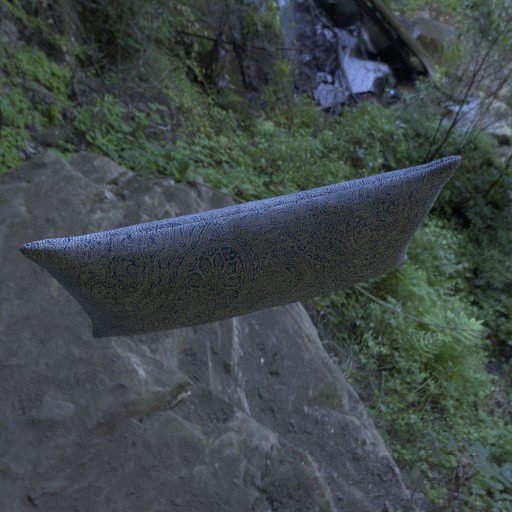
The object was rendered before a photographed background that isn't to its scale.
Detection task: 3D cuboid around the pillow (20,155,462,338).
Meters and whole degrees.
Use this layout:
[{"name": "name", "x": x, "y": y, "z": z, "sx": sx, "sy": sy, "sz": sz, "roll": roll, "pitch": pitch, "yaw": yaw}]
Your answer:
[{"name": "pillow", "x": 0.000, "y": 0.000, "z": 0.721, "sx": 0.615, "sy": 0.295, "sz": 0.151, "roll": -13, "pitch": 59, "yaw": -8}]
